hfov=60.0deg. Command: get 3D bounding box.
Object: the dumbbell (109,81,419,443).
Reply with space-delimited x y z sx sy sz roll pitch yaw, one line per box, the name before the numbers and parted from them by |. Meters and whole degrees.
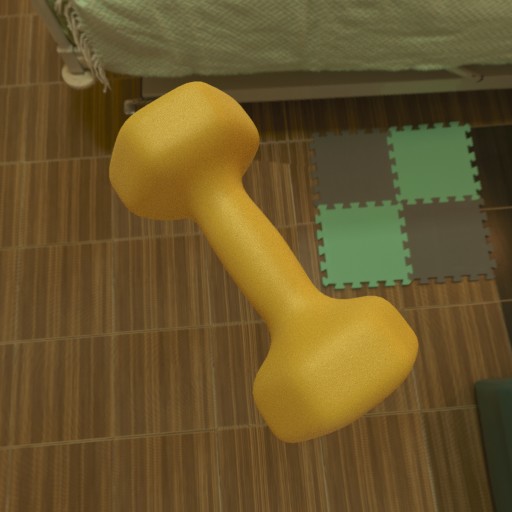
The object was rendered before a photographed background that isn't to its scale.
dumbbell | 0.000 0.000 0.243 0.090 0.082 0.190 -33 78 -8
